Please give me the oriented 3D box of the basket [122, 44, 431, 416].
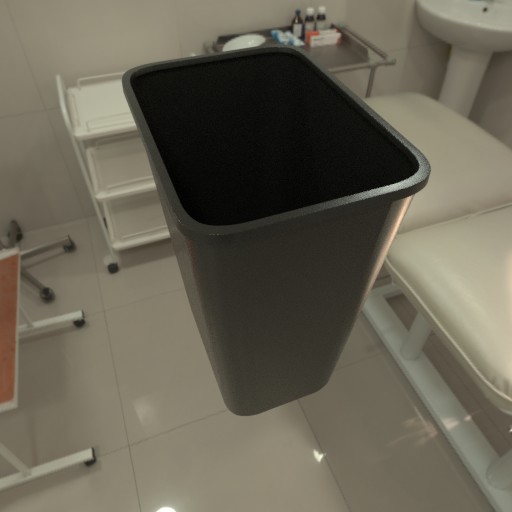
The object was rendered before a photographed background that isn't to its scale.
[{"bbox_3d":[0.000,0.000,0.745,0.287,0.521,0.394,-16,49,-14],"label":"basket"}]
